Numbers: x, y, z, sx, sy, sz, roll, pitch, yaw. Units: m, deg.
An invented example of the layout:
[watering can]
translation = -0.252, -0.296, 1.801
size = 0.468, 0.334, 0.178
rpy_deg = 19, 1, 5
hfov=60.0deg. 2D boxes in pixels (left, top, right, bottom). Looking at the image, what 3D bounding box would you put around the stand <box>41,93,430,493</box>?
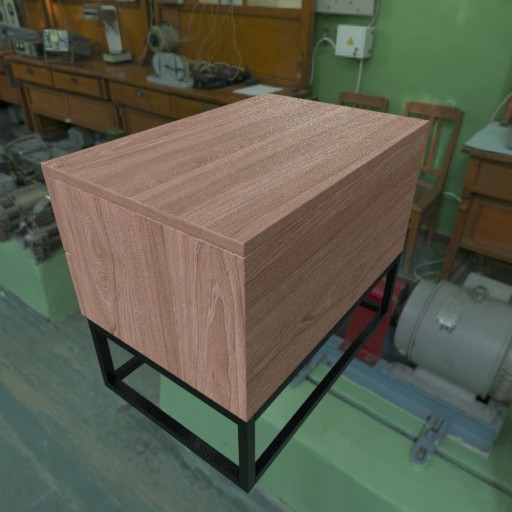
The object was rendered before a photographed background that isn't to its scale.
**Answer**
[stand]
translation = 0.000, 0.000, 0.928
size = 0.420, 0.500, 0.600
rpy_deg = 22, 39, 31
